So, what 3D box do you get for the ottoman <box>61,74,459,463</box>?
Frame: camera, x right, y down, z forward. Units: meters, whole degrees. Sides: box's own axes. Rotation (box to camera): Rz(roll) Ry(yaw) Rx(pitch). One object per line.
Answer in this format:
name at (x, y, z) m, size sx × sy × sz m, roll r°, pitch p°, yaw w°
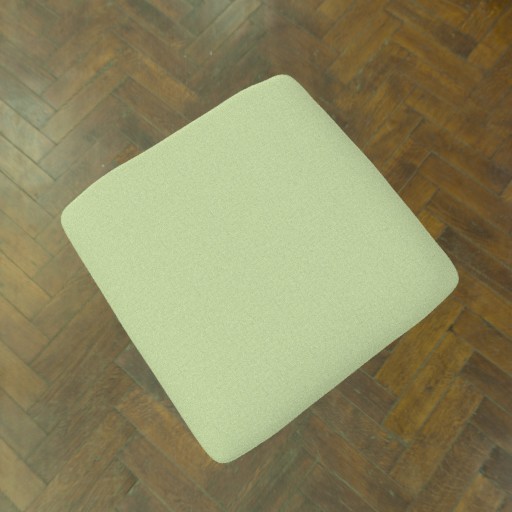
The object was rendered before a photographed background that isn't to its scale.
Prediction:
ottoman at (0.000, 0.000, 1.557) m, size 0.977 × 0.467 × 0.996 m, roll -35°, pitch 78°, yaw -9°
